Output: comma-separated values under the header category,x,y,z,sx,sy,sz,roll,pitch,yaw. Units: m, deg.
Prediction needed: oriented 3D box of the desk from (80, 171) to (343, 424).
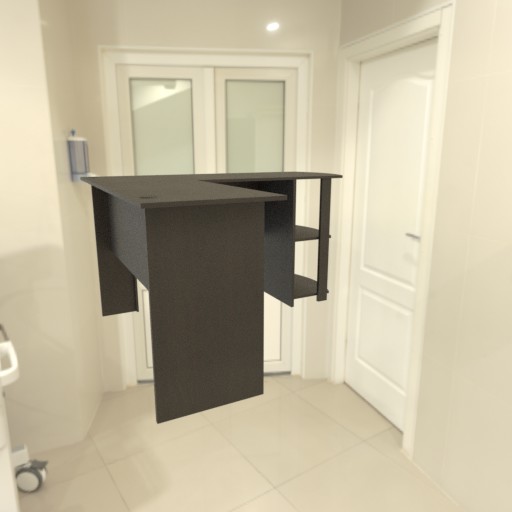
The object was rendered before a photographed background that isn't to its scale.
category,x,y,z,sx,sy,sz,roll,pitch,yaw
desk,0.000,0.000,2.109,1.361,0.716,1.303,-7,15,-27
